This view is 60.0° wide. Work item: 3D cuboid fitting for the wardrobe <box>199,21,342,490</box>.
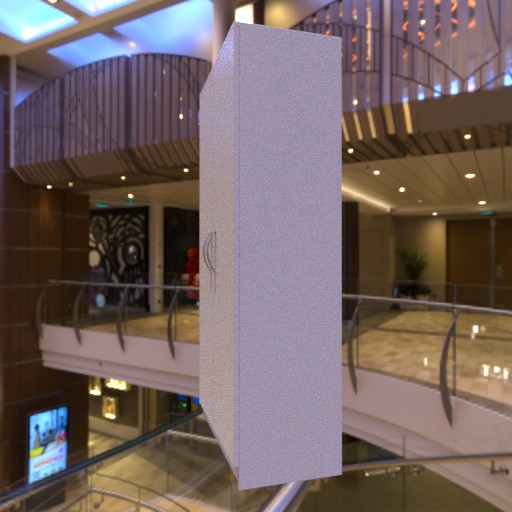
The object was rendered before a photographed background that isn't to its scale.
[{"bbox_3d":[0.000,0.000,2.021,0.470,1.700,0.760,0,0,-17],"label":"wardrobe"}]
